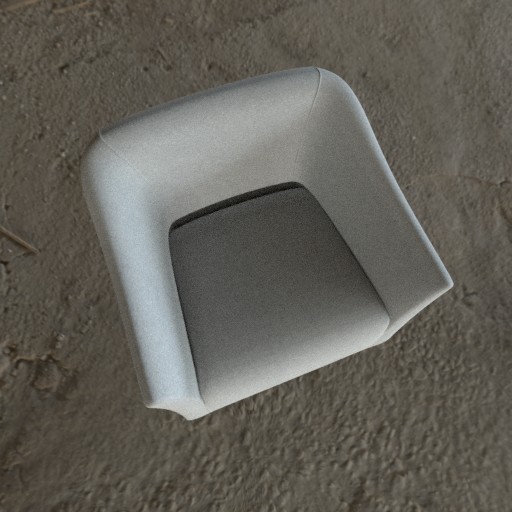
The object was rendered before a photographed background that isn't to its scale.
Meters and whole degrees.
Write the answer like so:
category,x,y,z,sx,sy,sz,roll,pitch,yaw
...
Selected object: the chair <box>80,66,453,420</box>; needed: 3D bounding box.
category,x,y,z,sx,sy,sz,roll,pitch,yaw
chair,0.000,0.000,1.349,0.790,0.720,0.700,-20,67,-9
